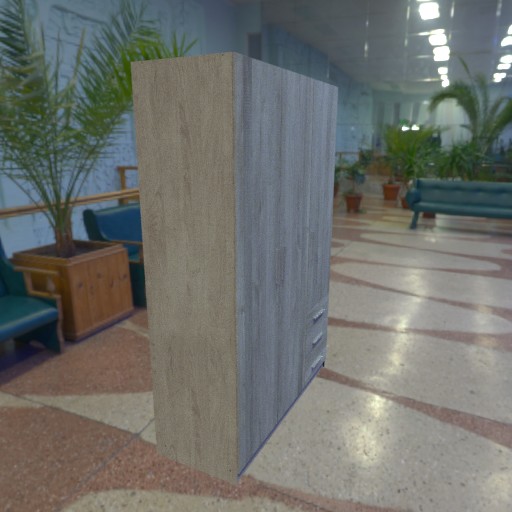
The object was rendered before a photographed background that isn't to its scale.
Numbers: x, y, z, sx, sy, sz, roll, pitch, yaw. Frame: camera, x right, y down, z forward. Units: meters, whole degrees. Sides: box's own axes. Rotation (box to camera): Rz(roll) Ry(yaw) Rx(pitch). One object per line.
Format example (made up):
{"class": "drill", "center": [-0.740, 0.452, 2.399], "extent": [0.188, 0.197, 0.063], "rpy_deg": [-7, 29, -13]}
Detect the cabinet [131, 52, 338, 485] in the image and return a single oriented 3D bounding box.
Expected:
{"class": "cabinet", "center": [0.000, 0.000, 2.529], "extent": [0.510, 1.910, 1.290], "rpy_deg": [7, 17, 26]}
